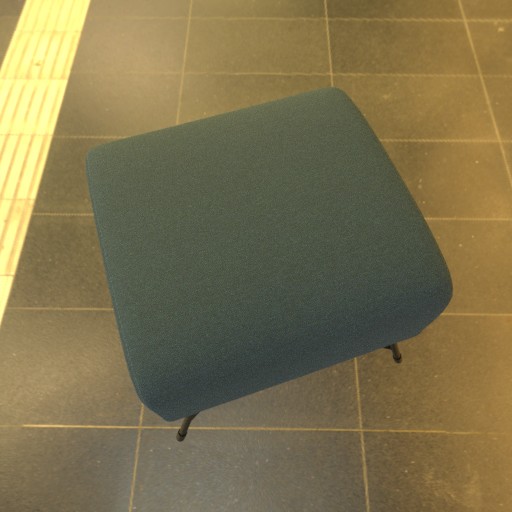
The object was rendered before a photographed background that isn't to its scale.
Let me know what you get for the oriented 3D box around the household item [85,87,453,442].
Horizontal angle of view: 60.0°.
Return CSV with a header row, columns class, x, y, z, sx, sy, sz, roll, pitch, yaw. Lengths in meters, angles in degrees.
class,x,y,z,sx,sy,sz,roll,pitch,yaw
household item,0.000,0.000,0.893,0.530,0.420,0.530,-17,65,-8
